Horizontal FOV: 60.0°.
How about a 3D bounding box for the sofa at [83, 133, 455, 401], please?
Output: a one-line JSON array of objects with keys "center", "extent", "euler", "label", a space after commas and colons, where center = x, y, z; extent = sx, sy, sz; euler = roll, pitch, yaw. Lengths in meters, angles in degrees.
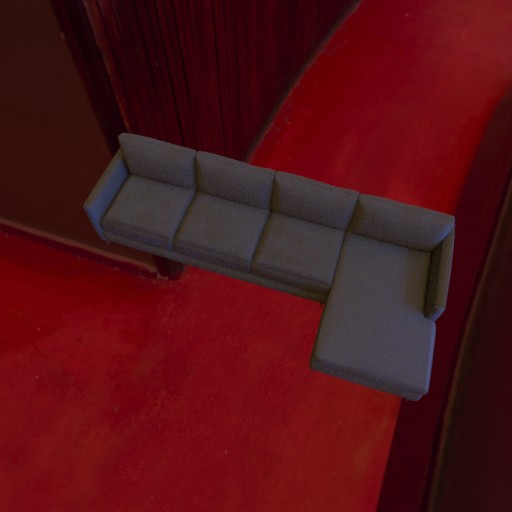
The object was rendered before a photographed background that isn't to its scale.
[{"center": [0.000, 0.000, 3.316], "extent": [2.725, 0.756, 1.255], "euler": [16, 61, 9], "label": "sofa"}]
